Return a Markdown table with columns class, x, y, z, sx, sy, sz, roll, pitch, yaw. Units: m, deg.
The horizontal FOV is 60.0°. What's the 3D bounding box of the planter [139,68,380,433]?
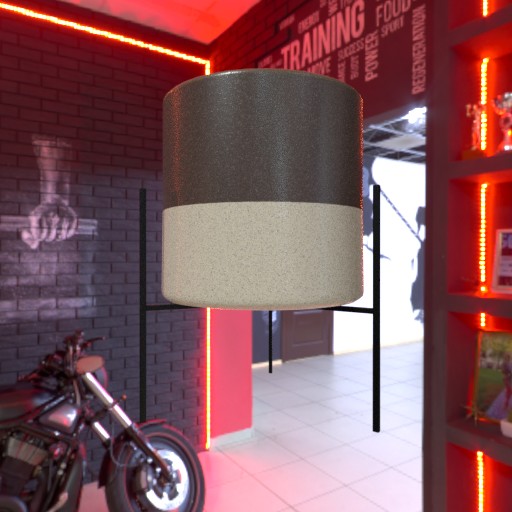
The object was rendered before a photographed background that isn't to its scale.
| class | x | y | z | sx | sy | sz | roll | pitch | yaw |
| --- | --- | --- | --- | --- | --- | --- | --- | --- | --- |
| planter | 0.000 | 0.000 | 0.540 | 0.250 | 0.353 | 0.260 | 0 | 0 | -1 |
